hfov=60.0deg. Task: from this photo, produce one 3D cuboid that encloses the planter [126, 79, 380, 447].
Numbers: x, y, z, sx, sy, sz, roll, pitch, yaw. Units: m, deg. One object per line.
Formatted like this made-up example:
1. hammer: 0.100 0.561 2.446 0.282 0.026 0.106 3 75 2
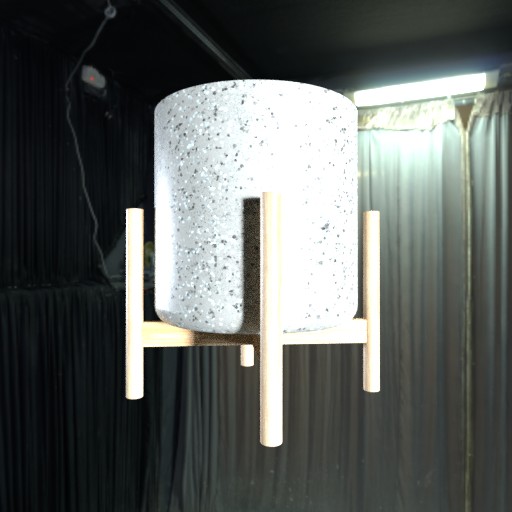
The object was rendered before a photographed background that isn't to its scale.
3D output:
1. planter: 0.000 0.000 0.678 0.360 0.419 0.360 0 0 17
